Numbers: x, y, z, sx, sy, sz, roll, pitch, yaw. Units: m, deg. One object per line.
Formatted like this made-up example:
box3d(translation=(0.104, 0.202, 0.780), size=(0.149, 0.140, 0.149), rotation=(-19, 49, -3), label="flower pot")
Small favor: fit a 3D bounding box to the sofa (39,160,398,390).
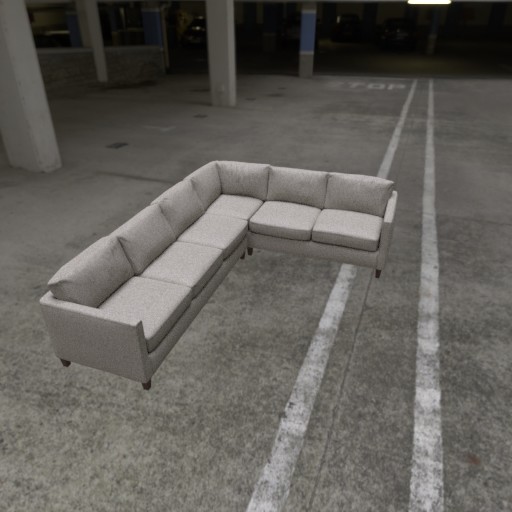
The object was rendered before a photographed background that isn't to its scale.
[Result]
box3d(translation=(0.000, 0.000, 4.574), size=(2.593, 0.947, 3.302), rotation=(10, 32, 17), label="sofa")
